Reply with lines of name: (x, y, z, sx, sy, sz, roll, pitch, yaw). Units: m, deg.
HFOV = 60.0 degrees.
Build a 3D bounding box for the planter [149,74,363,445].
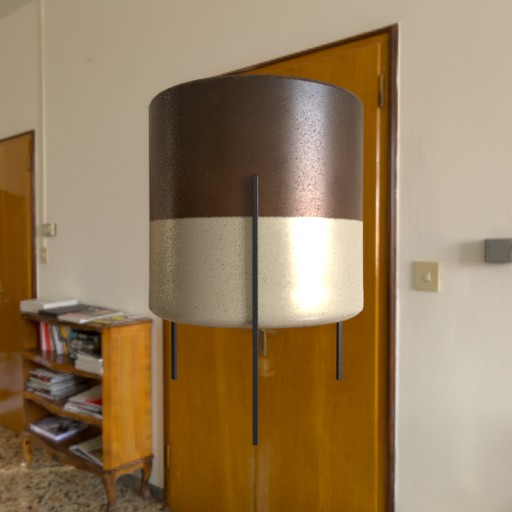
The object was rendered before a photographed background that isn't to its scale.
planter: (0.000, 0.000, 0.725, 0.345, 0.465, 0.354, 0, 2, 0)
